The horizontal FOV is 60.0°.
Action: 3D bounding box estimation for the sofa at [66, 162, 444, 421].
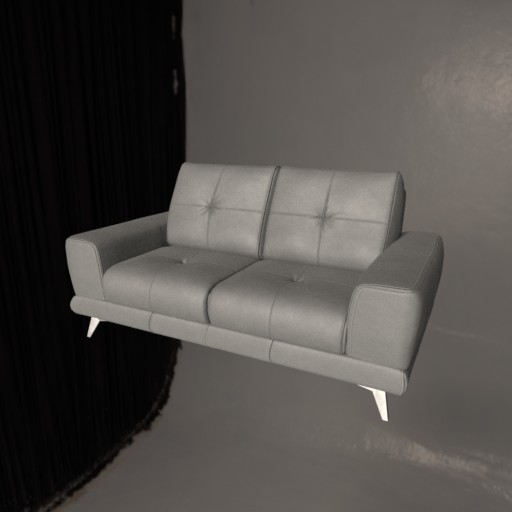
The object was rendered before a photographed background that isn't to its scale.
[{"bbox_3d":[0.000,0.000,2.368,1.806,0.907,1.018,8,18,26],"label":"sofa"}]
